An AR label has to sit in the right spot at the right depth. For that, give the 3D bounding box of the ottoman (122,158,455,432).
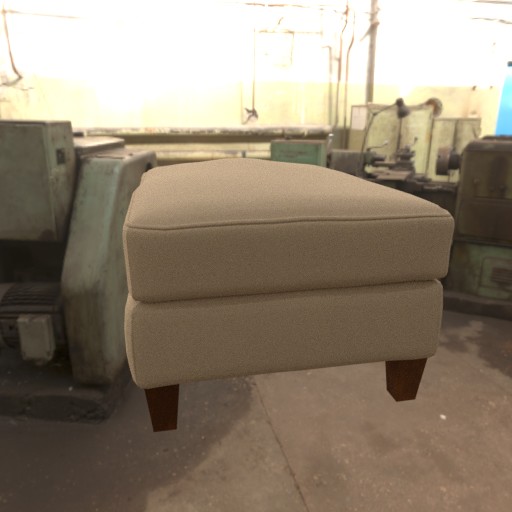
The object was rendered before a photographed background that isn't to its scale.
[{"bbox_3d":[0.000,0.000,1.199,0.634,0.485,0.818,-3,18,-11],"label":"ottoman"}]
